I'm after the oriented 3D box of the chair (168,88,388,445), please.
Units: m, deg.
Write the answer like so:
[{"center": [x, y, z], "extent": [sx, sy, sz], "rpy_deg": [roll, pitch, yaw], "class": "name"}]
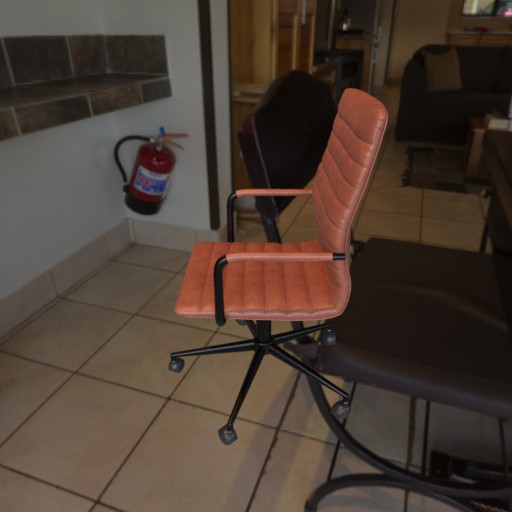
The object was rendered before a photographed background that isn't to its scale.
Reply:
[{"center": [0.000, 0.000, 1.275], "extent": [0.578, 0.878, 0.600], "rpy_deg": [0, 27, 1], "class": "chair"}]
